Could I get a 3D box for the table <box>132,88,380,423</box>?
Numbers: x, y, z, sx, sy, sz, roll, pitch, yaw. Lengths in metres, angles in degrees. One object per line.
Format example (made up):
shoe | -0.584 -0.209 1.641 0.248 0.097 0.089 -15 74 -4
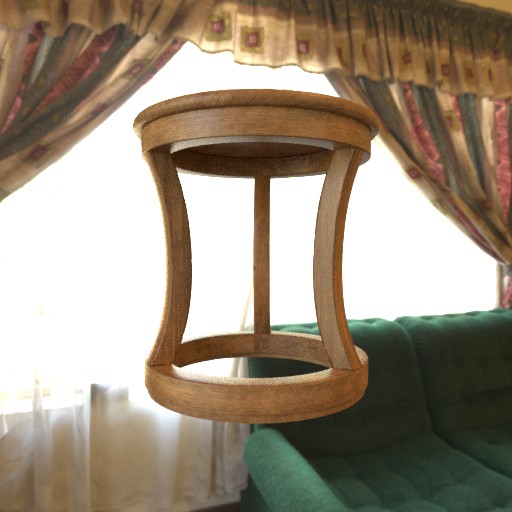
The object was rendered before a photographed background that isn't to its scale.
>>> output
table | 0.000 0.000 0.809 0.432 0.460 0.432 0 1 0
